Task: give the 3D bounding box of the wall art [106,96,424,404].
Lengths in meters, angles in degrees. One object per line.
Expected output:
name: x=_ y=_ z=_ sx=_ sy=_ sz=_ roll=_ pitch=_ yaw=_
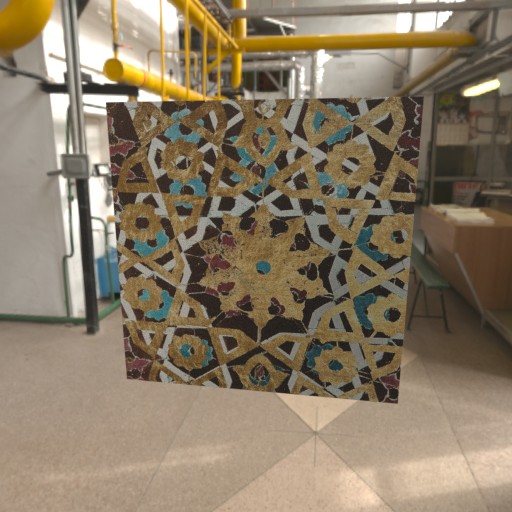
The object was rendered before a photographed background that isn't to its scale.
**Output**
wall art: x=0.000 y=0.000 z=0.609 sx=0.404 sy=0.406 sz=0.010 roll=2 pitch=14 yaw=9
